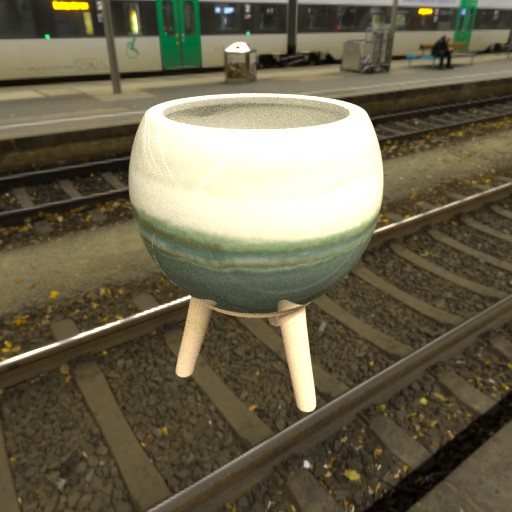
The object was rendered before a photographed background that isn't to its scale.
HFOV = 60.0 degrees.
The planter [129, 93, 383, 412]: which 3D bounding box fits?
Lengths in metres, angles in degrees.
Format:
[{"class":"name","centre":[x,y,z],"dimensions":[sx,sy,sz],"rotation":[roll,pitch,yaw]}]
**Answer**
[{"class":"planter","centre":[0.000,0.000,0.434],"dimensions":[0.222,0.278,0.222],"rotation":[0,28,0]}]
